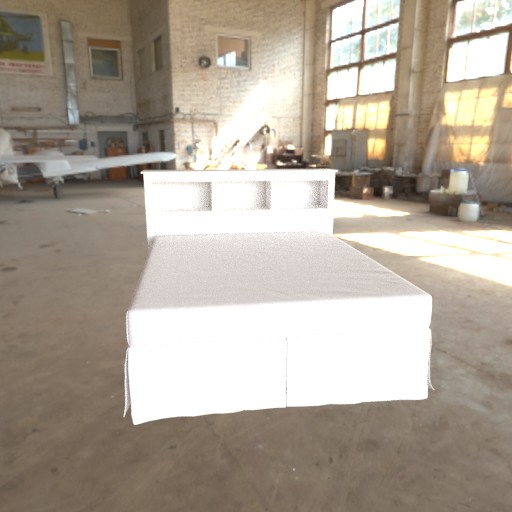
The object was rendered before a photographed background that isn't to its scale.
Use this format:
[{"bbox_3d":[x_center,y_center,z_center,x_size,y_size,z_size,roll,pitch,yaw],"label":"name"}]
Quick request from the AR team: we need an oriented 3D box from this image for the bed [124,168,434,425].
[{"bbox_3d":[0.000,0.000,3.115,1.671,1.092,2.133,-2,14,-8],"label":"bed"}]
